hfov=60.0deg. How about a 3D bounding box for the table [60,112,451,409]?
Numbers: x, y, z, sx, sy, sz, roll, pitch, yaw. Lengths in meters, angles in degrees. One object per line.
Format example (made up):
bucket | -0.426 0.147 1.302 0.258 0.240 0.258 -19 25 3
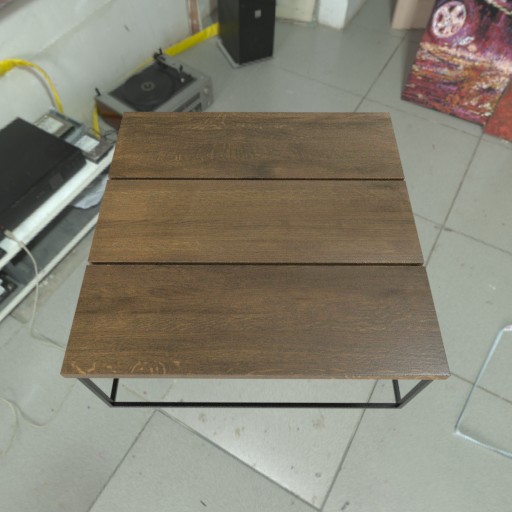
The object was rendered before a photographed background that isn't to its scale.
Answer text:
table | 0.000 0.000 1.429 0.900 0.400 0.900 0 58 0
